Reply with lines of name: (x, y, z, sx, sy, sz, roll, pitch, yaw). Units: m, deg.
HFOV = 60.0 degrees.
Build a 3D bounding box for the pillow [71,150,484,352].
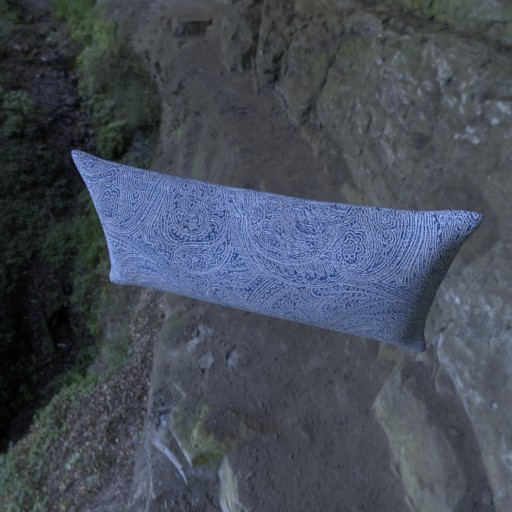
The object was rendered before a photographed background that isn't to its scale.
pillow: (0.000, 0.000, 0.734, 0.615, 0.295, 0.151, 11, 42, 13)
